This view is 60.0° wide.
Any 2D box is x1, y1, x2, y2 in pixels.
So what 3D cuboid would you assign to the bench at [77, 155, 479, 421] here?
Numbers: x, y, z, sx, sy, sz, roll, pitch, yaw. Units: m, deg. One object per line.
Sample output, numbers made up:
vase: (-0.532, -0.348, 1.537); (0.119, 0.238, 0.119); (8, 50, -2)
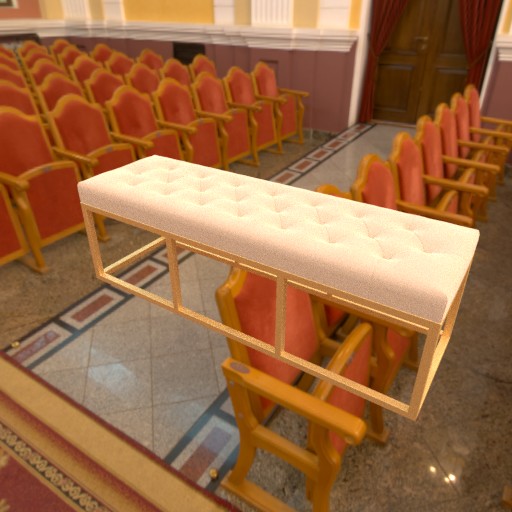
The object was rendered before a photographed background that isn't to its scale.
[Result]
bench: (0.000, 0.000, 1.750); (1.473, 0.484, 0.457); (18, 35, 28)
